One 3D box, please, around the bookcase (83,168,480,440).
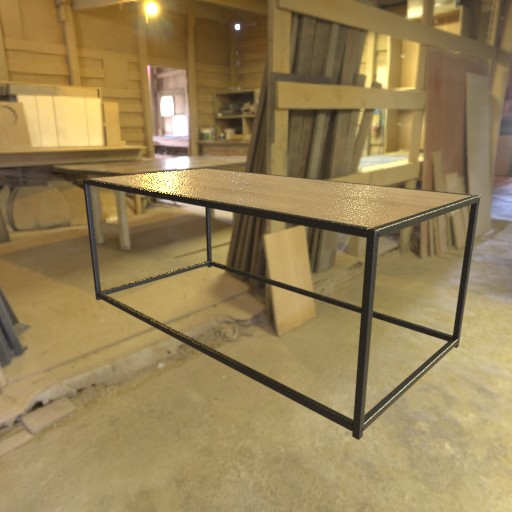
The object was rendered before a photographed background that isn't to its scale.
[{"bbox_3d":[0.000,0.000,1.266,1.000,0.400,0.500,15,22,41],"label":"bookcase"}]
